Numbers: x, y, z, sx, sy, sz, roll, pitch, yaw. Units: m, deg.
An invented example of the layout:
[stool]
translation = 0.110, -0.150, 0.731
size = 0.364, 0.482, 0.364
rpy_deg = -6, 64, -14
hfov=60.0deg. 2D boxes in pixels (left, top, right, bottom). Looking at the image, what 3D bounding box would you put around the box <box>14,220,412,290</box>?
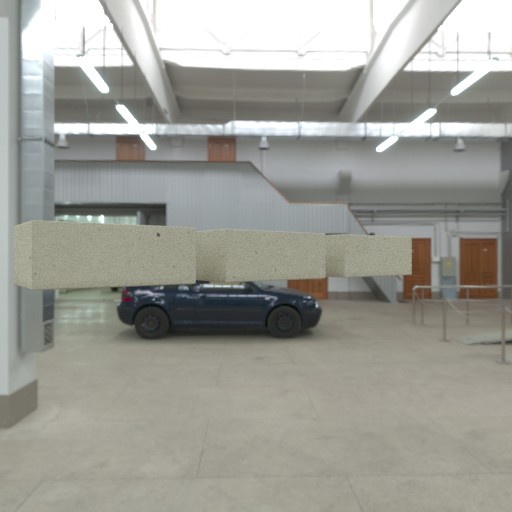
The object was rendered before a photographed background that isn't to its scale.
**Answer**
[box]
translation = 0.000, 0.000, 0.487
size = 0.461, 0.051, 0.082
rpy_deg = 0, 0, -37
